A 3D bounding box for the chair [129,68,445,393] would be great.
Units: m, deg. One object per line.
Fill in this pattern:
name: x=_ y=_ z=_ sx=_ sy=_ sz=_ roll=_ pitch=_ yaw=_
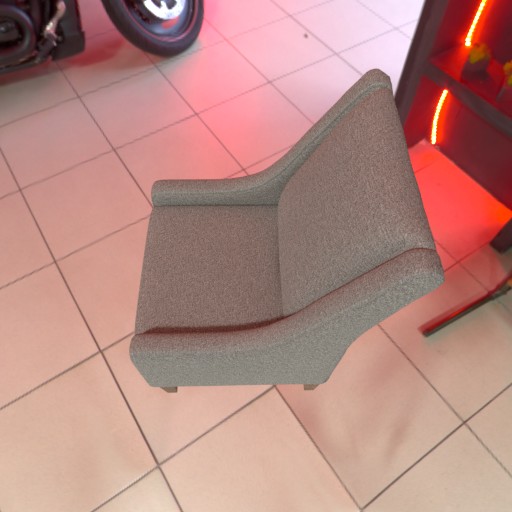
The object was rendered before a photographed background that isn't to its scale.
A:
chair: x=0.000 y=0.000 z=1.607 sx=0.870 sy=1.016 sz=0.774 roll=-1 pitch=58 yaw=-1
